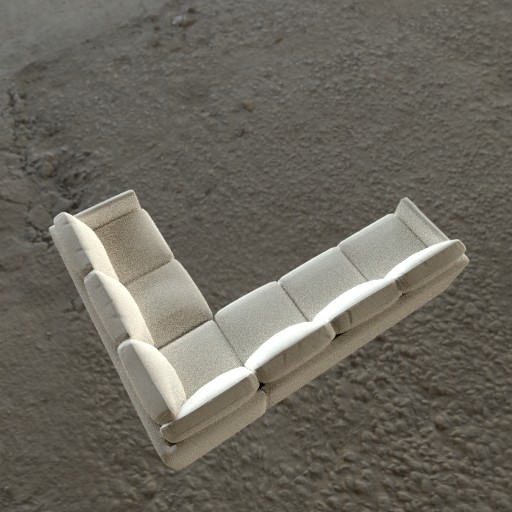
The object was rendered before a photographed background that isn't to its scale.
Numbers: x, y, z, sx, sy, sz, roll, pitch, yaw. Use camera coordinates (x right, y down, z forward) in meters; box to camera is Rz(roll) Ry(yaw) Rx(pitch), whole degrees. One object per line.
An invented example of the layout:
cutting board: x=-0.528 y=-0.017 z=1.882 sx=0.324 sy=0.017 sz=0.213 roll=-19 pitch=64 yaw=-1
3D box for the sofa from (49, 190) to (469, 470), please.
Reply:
sofa: x=0.000 y=0.000 z=4.510 sx=3.302 sy=0.947 sz=2.593 roll=-29 pitch=64 yaw=-16
